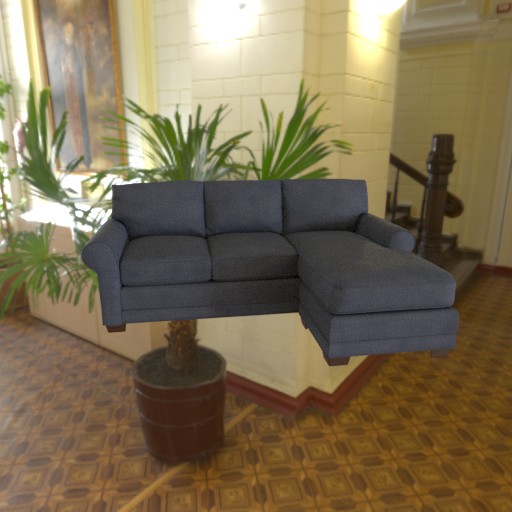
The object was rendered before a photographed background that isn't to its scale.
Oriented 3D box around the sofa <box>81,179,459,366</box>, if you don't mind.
[{"bbox_3d":[0.000,0.000,3.481,2.567,1.063,1.780,-2,16,-9],"label":"sofa"}]
